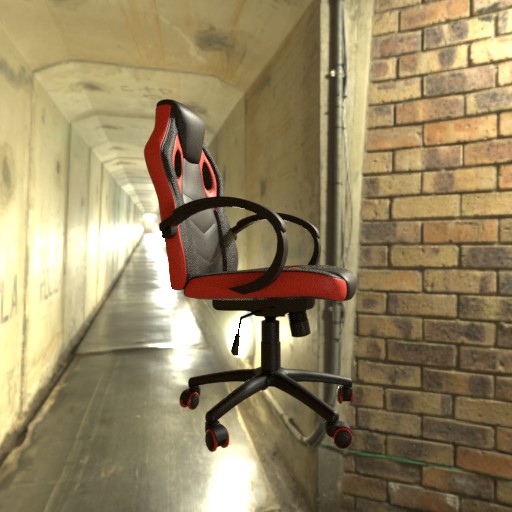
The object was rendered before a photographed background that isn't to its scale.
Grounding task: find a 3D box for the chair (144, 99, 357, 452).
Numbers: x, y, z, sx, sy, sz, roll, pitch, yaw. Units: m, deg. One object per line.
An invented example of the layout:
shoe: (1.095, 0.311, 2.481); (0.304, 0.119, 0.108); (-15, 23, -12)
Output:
chair: (0.000, 0.000, 1.412); (0.642, 1.016, 0.600); (0, 0, 18)
